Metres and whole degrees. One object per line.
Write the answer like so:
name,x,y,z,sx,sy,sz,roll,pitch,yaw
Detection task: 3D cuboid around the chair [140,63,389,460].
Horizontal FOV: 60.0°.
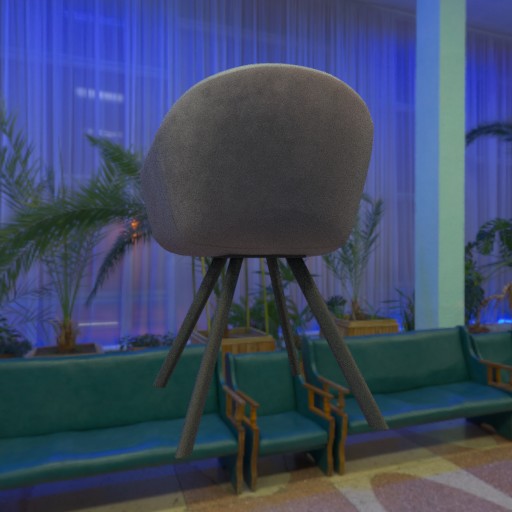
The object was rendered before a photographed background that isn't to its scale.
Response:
chair,0.000,0.000,1.152,0.567,0.781,0.544,0,0,-18
